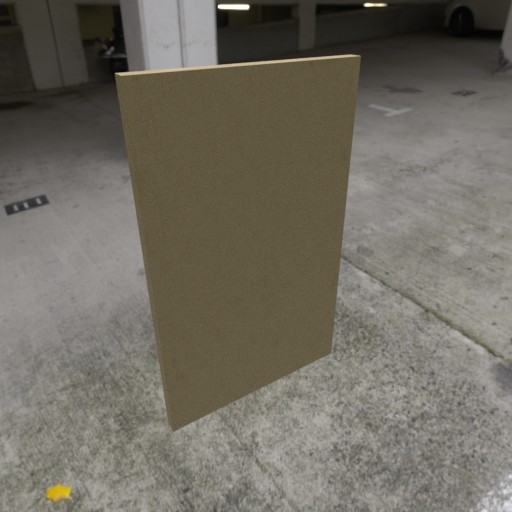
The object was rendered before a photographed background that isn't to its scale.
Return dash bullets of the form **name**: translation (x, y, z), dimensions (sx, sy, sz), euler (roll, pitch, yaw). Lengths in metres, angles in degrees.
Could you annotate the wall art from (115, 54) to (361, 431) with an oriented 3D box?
- **wall art**: translation (0.000, 0.000, 1.010), dimensions (0.510, 0.810, 0.039), euler (-18, 35, -28)
